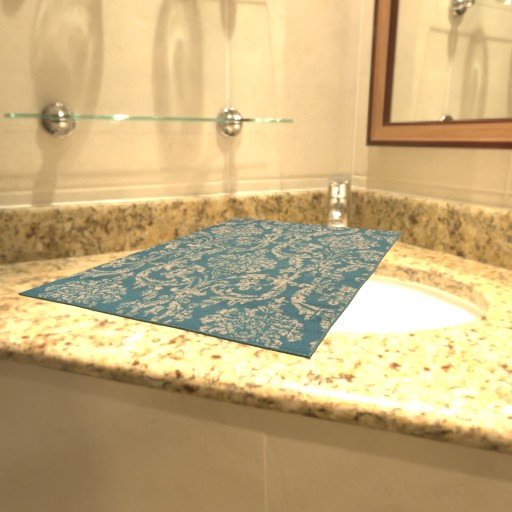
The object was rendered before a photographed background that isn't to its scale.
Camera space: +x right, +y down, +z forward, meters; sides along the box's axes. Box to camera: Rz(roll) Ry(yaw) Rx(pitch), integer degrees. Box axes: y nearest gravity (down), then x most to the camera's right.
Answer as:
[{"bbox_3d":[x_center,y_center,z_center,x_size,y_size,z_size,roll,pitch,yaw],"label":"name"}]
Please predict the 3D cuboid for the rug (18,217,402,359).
[{"bbox_3d":[0.000,0.000,2.297,1.211,0.012,1.833,7,17,24],"label":"rug"}]
